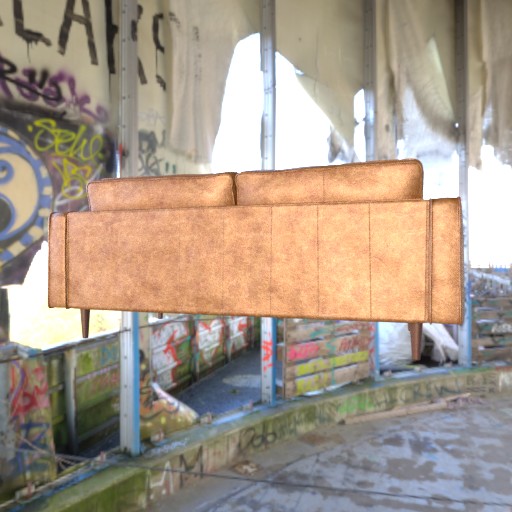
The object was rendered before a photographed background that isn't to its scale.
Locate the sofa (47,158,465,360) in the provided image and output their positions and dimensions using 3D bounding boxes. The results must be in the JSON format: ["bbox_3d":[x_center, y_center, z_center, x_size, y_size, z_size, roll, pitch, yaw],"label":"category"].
[{"bbox_3d":[0.000,0.000,2.342,1.920,0.825,0.924,0,0,18],"label":"sofa"}]
